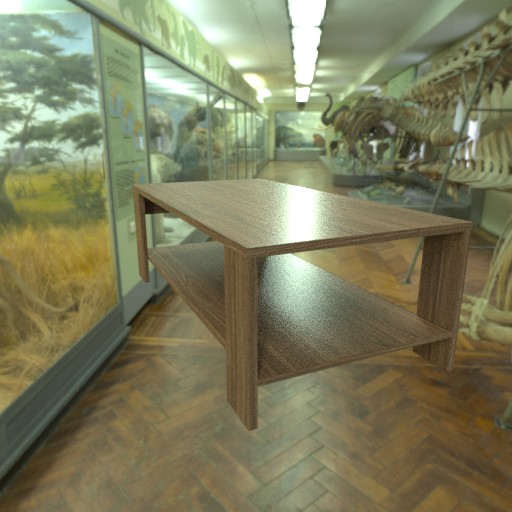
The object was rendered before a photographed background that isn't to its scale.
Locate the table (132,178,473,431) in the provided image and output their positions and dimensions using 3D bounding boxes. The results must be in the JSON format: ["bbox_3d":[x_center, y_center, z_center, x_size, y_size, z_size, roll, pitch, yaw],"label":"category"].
[{"bbox_3d":[0.000,0.000,1.530,0.600,0.400,1.200,-7,17,-24],"label":"table"}]
